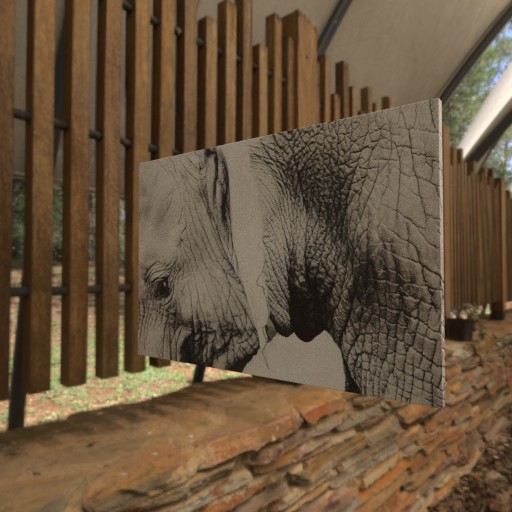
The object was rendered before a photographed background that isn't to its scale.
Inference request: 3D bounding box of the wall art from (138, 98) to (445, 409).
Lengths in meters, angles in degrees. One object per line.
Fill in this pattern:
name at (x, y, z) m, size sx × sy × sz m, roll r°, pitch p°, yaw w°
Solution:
wall art at (0.000, 0.000, 1.146) m, size 0.914 × 0.607 × 0.023 m, roll -1°, pitch -2°, yaw 37°
